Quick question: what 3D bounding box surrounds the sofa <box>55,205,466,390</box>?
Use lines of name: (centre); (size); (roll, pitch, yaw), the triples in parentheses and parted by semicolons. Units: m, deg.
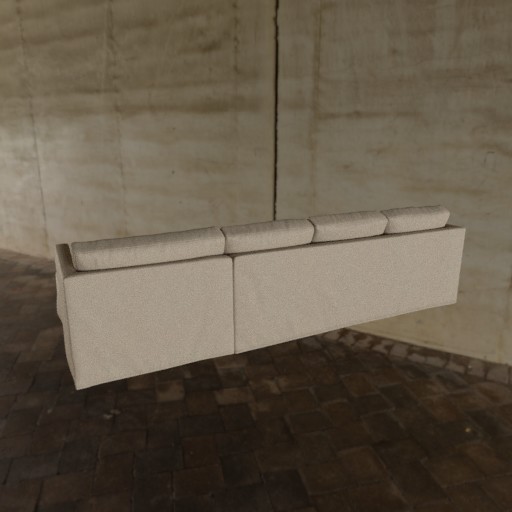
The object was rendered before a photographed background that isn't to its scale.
sofa: (0.000, 0.000, 3.840); (3.206, 0.871, 1.622); (-7, 17, -25)
